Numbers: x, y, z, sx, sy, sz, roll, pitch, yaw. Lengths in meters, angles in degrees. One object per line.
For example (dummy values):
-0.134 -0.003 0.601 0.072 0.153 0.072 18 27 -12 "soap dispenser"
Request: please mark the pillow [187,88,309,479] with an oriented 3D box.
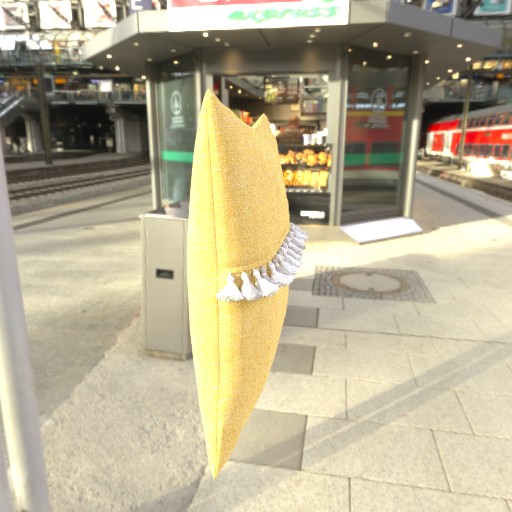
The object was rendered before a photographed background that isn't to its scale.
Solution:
0.000 0.000 0.744 0.167 0.481 0.485 2 15 8 "pillow"
